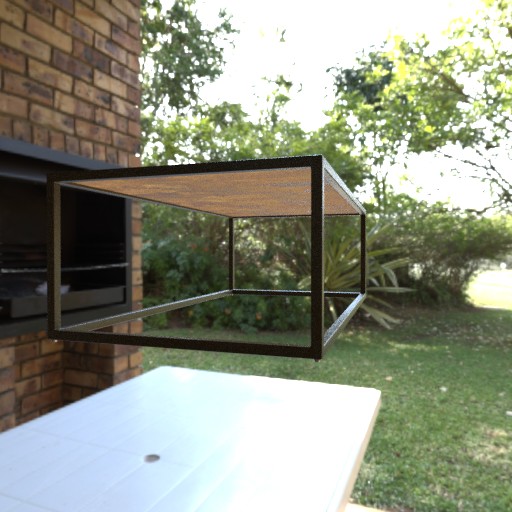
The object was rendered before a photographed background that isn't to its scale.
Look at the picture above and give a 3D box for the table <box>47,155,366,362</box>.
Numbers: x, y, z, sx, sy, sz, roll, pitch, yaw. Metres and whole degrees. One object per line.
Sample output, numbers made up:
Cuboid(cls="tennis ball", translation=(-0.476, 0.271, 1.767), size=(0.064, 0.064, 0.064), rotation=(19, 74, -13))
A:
Cuboid(cls="table", translation=(0.000, 0.000, 1.513), size=(0.649, 0.398, 1.199), rotation=(0, 1, 18))
